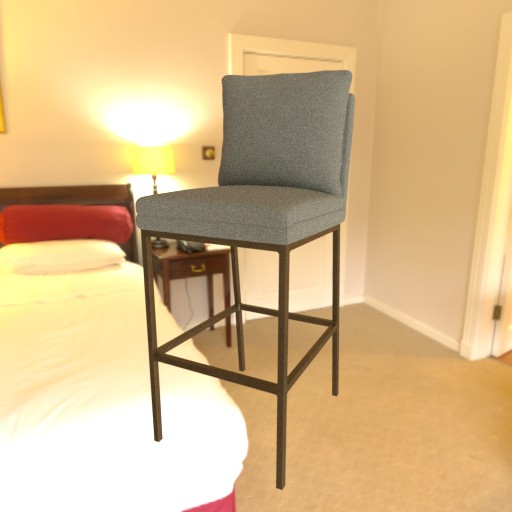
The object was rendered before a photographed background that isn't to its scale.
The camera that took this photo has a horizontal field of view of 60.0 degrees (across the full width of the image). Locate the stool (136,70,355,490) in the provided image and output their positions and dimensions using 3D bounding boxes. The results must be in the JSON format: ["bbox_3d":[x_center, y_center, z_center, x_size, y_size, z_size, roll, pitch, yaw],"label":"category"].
[{"bbox_3d":[0.000,0.000,1.389,0.463,1.132,0.569,7,16,27],"label":"stool"}]
